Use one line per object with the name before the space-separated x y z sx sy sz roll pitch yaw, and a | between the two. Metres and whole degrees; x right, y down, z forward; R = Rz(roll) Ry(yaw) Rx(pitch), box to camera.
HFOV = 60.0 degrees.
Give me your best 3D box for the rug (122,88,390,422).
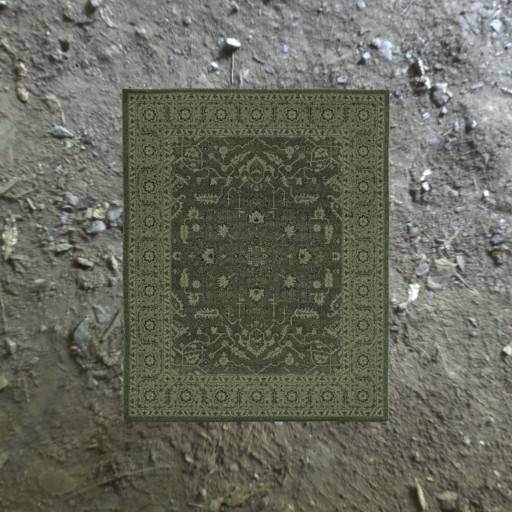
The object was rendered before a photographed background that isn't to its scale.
rug | 0.000 0.000 4.070 2.451 0.026 3.069 0 91 0
